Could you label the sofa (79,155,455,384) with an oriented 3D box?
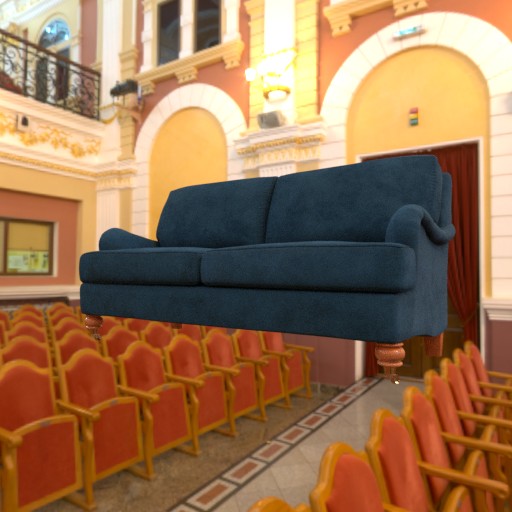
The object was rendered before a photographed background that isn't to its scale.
[{"bbox_3d":[0.000,0.000,2.713,2.141,1.101,1.084,-1,-2,34],"label":"sofa"}]
